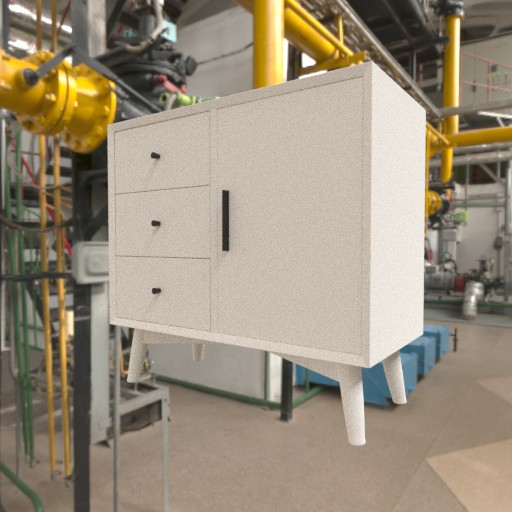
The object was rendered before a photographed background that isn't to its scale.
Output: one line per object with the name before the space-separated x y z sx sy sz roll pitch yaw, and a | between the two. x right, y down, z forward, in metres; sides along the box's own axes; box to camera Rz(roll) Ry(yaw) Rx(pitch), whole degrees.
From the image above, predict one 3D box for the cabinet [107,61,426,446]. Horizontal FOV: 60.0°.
cabinet | 0.000 0.000 1.231 0.800 0.761 0.398 1 2 35
